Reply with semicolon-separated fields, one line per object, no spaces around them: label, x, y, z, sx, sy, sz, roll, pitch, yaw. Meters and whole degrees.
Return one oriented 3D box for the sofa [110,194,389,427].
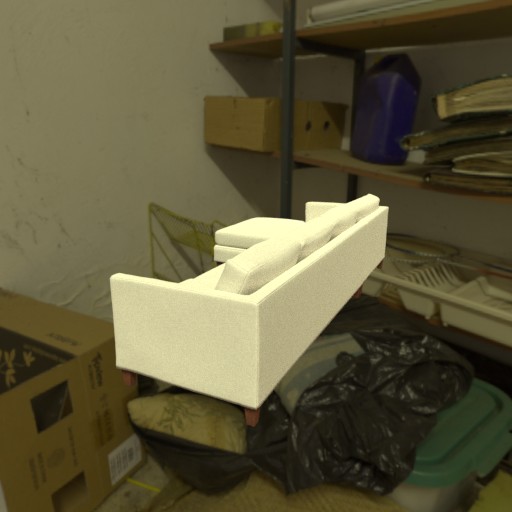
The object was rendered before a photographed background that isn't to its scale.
sofa;0.000;0.000;3.824;1.625;0.846;3.186;8;17;26
